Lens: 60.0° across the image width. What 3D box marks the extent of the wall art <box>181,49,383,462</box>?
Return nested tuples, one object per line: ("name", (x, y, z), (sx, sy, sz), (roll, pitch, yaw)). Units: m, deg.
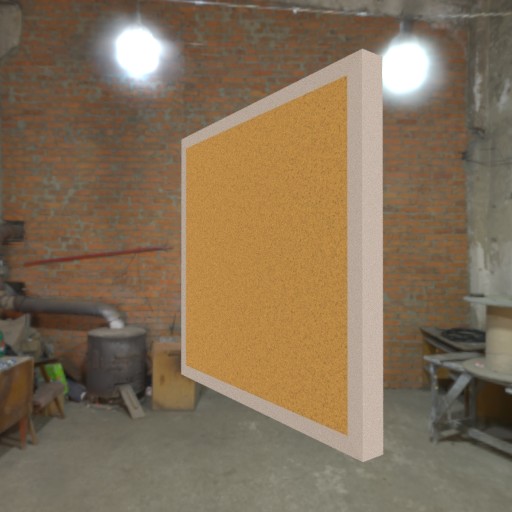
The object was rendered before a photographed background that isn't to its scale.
("wall art", (0.000, 0.000, 1.937), (0.098, 1.291, 1.289), (0, 0, -35))
